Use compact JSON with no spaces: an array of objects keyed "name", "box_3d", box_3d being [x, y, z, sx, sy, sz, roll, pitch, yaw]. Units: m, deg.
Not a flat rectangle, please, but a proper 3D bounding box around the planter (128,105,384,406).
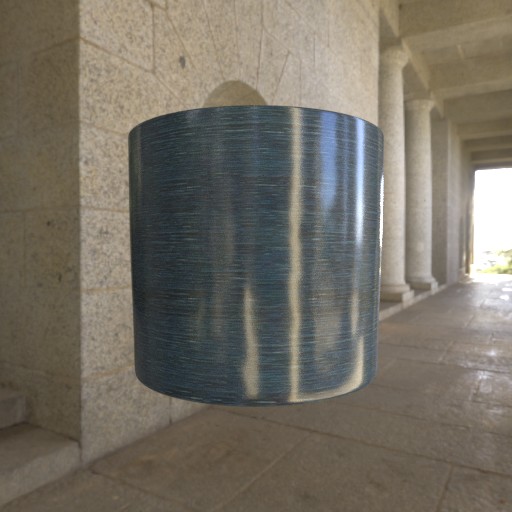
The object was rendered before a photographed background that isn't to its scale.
[{"name":"planter","box_3d":[0.000,0.000,0.401,0.221,0.201,0.221,0,1,0]}]
